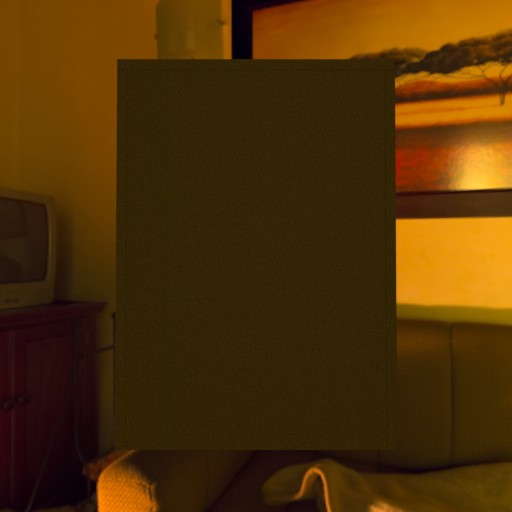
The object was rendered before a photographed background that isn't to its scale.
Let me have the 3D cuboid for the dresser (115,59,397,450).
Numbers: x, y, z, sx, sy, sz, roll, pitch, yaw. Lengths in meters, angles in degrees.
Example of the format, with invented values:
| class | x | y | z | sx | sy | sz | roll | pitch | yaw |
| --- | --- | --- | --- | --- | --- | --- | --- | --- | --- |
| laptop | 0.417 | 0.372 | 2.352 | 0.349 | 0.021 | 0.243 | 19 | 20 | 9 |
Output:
| class | x | y | z | sx | sy | sz | roll | pitch | yaw |
| --- | --- | --- | --- | --- | --- | --- | --- | --- | --- |
| dresser | 0.000 | 0.000 | 0.812 | 0.400 | 0.560 | 0.360 | 0 | -1 | 0 |
